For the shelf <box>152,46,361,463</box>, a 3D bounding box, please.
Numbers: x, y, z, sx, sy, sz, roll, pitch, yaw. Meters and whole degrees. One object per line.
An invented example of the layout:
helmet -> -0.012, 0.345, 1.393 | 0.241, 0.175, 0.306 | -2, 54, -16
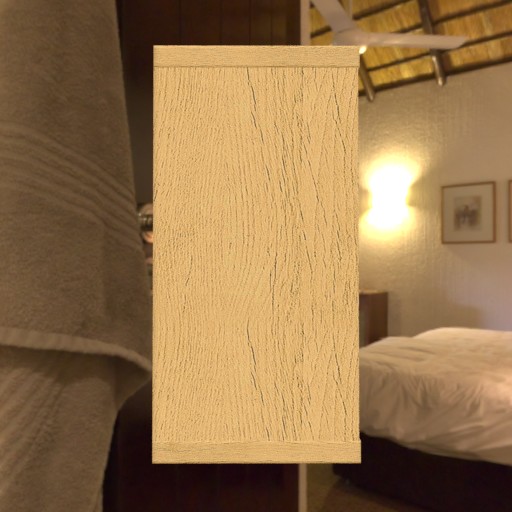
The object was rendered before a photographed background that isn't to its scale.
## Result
shelf -> 0.000, 0.000, 1.229 | 0.390, 0.786, 0.790 | 0, -1, 0
